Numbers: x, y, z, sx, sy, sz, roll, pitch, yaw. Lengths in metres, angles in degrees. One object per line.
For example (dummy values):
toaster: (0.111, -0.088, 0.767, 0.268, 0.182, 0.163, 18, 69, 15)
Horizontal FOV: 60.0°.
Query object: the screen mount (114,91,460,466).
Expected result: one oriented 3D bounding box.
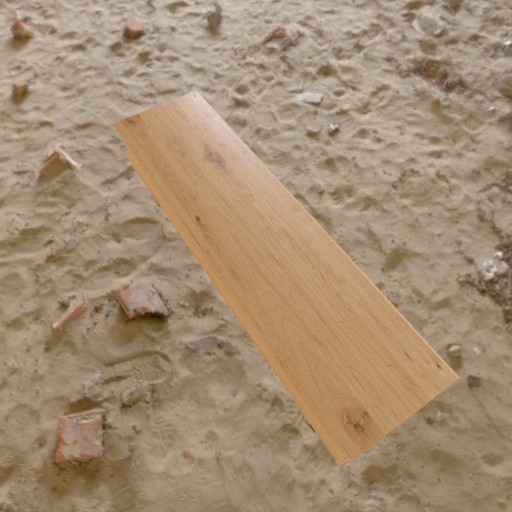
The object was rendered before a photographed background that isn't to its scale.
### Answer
screen mount: (0.000, 0.000, 1.898, 0.450, 0.430, 1.700, -29, 62, -17)
